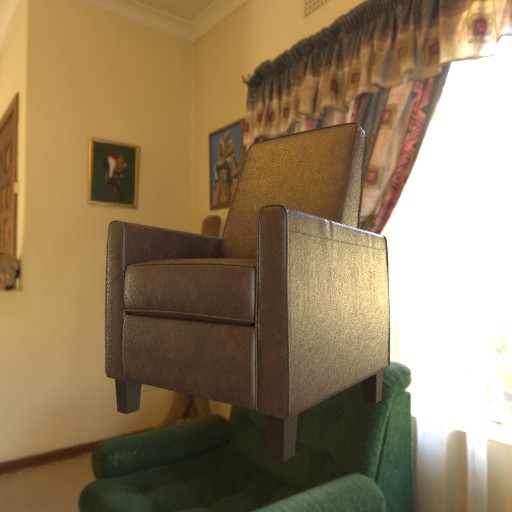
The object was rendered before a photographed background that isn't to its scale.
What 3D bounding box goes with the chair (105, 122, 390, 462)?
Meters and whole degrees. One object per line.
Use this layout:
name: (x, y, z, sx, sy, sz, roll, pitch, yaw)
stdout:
chair: (0.000, 0.000, 1.524, 0.705, 1.013, 0.746, -1, -2, 36)
